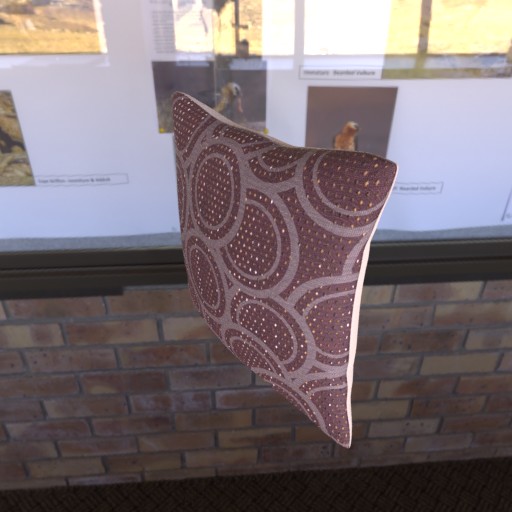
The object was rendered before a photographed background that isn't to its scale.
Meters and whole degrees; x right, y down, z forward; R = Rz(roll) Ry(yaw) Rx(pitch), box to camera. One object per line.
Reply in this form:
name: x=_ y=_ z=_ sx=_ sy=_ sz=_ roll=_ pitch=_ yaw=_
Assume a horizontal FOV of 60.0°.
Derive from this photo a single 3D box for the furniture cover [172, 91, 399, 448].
furniture cover: x=0.000 y=0.000 z=0.825 sx=0.193 sy=0.509 sz=0.552 roll=-20 pitch=36 yaw=-31
